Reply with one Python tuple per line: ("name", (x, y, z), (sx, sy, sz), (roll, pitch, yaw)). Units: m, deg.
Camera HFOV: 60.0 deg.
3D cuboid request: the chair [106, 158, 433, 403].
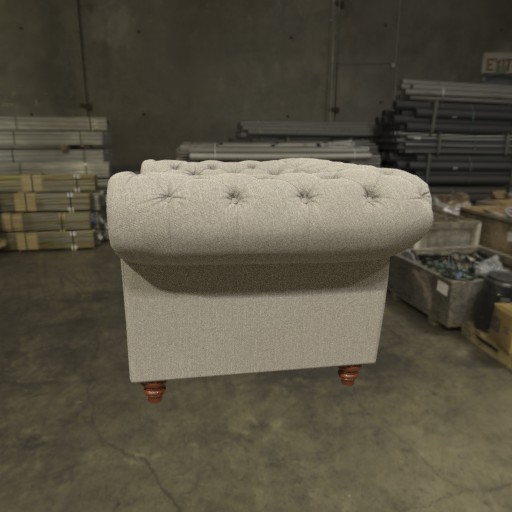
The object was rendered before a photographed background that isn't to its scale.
("chair", (0.000, 0.000, 1.857), (0.976, 0.770, 1.270), (-2, 15, -9))
